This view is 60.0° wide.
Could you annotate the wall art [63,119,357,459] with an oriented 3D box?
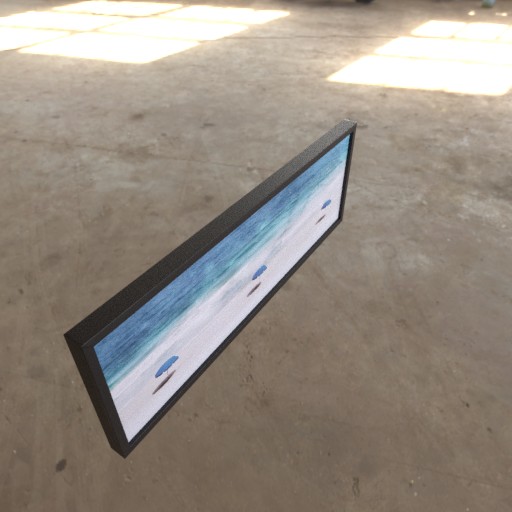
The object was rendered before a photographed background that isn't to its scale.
[{"bbox_3d":[0.000,0.000,0.950,0.037,0.303,0.860,23,45,26],"label":"wall art"}]
